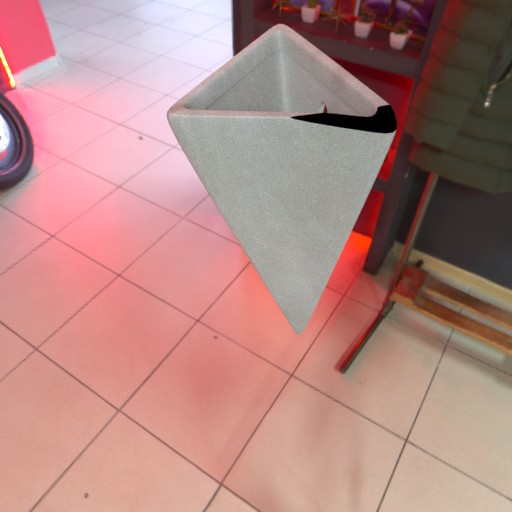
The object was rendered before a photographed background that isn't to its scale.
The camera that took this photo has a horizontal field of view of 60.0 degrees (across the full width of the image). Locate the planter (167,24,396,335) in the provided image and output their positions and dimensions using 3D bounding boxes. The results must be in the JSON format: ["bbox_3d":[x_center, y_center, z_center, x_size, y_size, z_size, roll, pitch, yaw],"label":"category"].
[{"bbox_3d":[0.000,0.000,0.157,0.047,0.130,0.058,-19,50,-16],"label":"planter"}]
